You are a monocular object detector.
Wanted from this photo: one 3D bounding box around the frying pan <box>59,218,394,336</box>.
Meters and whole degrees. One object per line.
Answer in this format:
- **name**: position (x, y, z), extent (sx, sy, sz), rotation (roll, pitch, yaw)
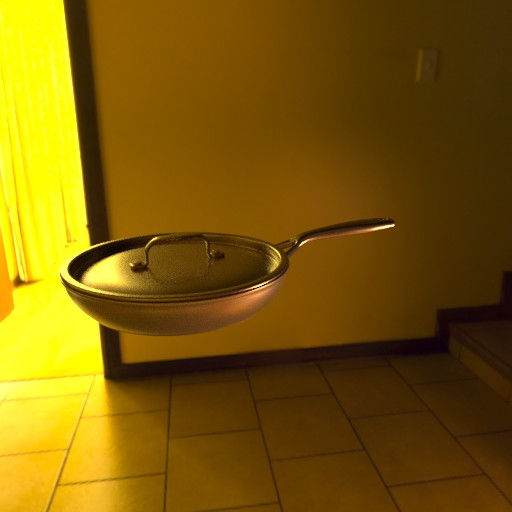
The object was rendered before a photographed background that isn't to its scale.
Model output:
- **frying pan**: position (0.000, 0.000, 0.600), extent (0.490, 0.086, 0.272), rotation (-9, 19, -28)
